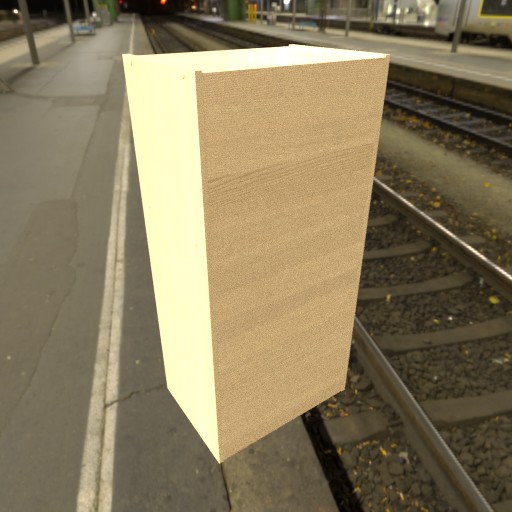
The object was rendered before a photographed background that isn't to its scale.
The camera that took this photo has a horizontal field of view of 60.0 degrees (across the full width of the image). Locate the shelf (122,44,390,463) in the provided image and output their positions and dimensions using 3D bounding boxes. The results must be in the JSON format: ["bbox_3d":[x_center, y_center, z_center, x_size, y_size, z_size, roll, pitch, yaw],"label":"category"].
[{"bbox_3d":[0.000,0.000,1.054,0.417,0.876,0.292,-19,35,-30],"label":"shelf"}]
